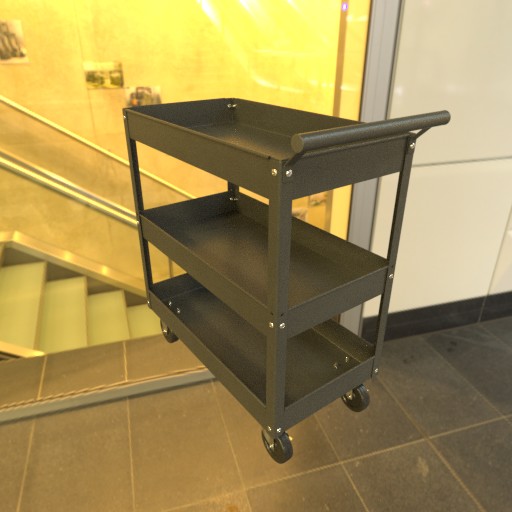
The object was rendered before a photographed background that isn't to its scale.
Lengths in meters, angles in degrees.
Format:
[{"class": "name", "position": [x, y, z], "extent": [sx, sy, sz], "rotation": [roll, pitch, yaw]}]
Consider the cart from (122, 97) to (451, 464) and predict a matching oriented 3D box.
[{"class": "cart", "position": [0.000, 0.000, 1.151], "extent": [0.366, 0.780, 0.719], "rotation": [-18, 32, -32]}]
